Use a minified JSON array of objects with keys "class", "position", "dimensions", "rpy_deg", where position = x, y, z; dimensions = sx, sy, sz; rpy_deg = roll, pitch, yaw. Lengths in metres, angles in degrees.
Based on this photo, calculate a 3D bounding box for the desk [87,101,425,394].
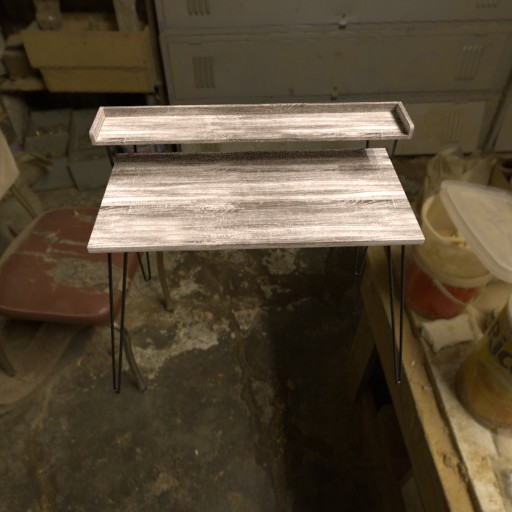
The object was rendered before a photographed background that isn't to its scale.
[{"class":"desk","position":[0.000,0.000,1.631],"dimensions":[1.135,0.899,0.605],"rpy_deg":[-2,46,-1]}]
